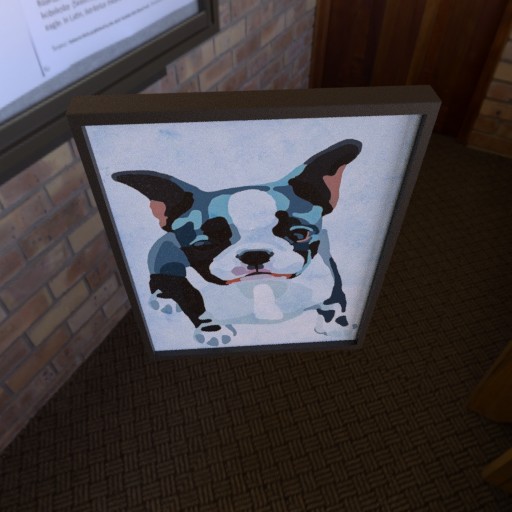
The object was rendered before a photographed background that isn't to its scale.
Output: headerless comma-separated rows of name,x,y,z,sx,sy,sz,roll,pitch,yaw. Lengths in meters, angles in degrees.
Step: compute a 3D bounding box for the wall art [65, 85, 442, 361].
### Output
wall art,0.000,0.000,0.490,0.294,0.369,0.030,-3,47,-3
